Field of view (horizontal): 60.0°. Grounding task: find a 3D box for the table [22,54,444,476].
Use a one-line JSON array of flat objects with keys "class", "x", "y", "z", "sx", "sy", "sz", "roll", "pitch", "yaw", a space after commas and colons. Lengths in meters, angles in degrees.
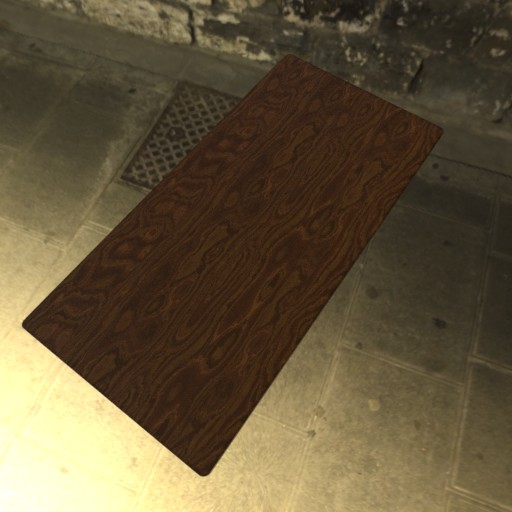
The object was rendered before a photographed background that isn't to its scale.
[{"class": "table", "x": 0.000, "y": 0.000, "z": 2.190, "sx": 0.883, "sy": 0.753, "sz": 1.791, "roll": 33, "pitch": 68, "yaw": 15}]
